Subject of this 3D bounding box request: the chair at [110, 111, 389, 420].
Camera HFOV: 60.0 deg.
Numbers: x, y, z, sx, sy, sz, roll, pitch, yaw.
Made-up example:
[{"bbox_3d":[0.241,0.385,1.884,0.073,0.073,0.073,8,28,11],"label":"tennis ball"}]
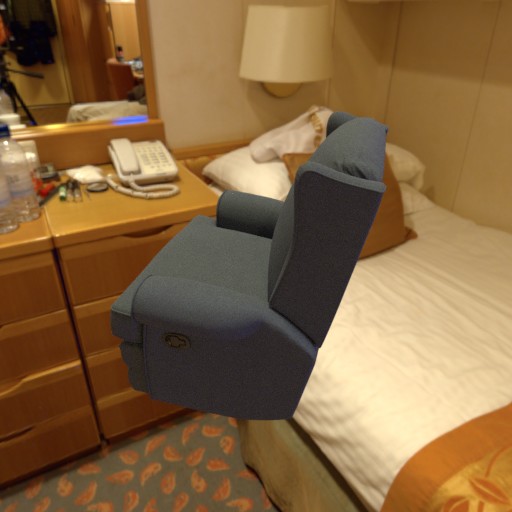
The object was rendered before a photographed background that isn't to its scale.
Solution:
[{"bbox_3d":[0.000,0.000,1.737,0.877,1.020,0.971,8,30,13],"label":"chair"}]
